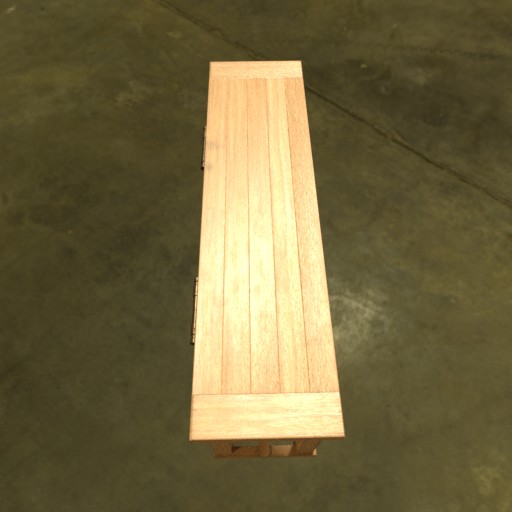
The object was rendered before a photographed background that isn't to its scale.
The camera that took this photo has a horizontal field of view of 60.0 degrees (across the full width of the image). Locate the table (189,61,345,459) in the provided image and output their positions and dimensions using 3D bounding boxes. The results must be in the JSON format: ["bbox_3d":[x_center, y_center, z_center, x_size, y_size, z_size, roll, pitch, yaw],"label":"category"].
[{"bbox_3d":[0.000,0.000,1.907,0.442,0.762,1.599,-1,59,-1],"label":"table"}]
